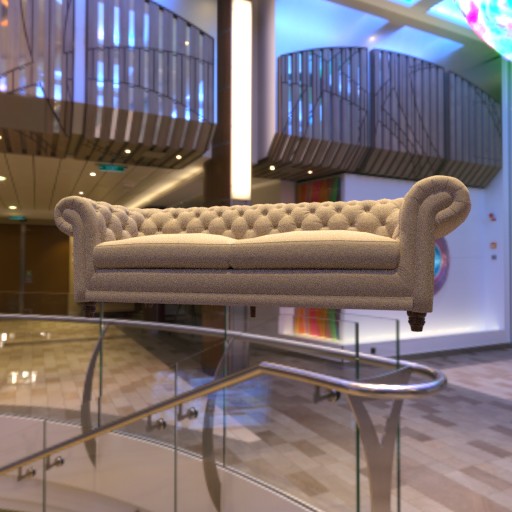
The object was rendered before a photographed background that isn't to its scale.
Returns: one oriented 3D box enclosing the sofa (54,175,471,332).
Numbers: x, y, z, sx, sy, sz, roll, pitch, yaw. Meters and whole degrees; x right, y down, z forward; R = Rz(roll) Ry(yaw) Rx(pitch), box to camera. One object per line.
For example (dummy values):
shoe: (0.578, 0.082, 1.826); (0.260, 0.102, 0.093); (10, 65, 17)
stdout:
sofa: (0.000, 0.000, 3.140); (2.694, 0.847, 1.076); (0, -1, 18)
